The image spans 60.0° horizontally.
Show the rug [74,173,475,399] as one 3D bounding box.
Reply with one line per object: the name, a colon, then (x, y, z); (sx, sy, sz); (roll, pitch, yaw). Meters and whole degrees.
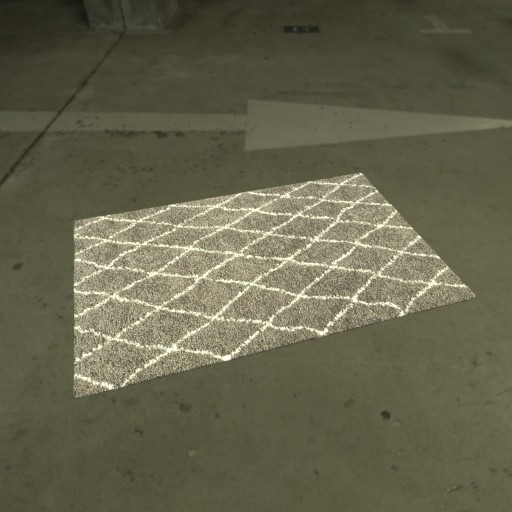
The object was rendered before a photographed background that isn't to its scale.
rug: (0.000, 0.000, 3.492); (2.743, 0.030, 1.778); (-11, 43, -13)
